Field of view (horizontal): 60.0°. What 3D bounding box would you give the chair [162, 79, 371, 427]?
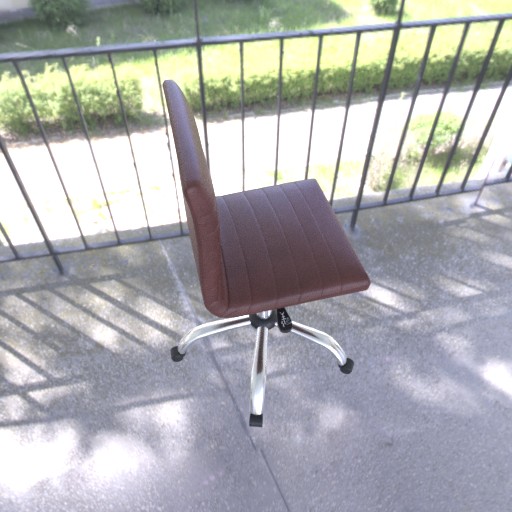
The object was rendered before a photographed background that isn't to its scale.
[{"bbox_3d":[0.000,0.000,1.116,0.530,0.780,0.556,-10,47,-9],"label":"chair"}]
